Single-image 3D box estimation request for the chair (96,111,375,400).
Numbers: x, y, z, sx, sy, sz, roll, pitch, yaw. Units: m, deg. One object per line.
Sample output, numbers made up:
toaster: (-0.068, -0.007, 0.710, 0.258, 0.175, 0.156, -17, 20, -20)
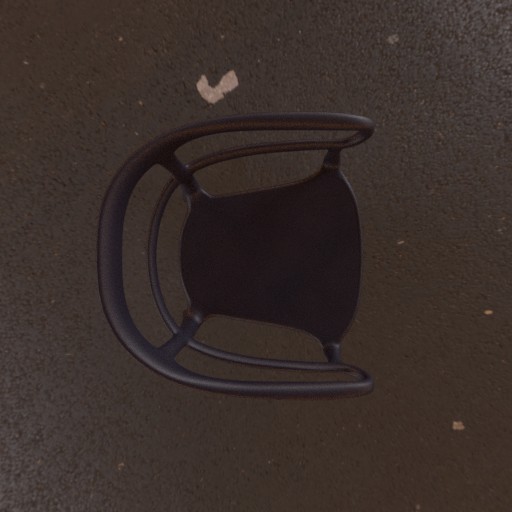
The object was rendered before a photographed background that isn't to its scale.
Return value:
chair: (0.000, 0.000, 1.118, 0.527, 0.761, 0.559, 0, 90, 1)
